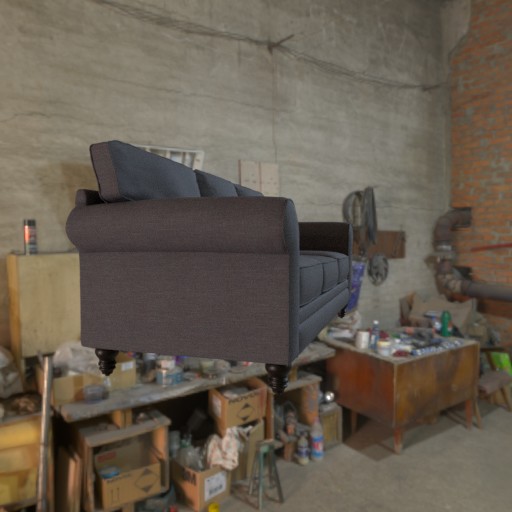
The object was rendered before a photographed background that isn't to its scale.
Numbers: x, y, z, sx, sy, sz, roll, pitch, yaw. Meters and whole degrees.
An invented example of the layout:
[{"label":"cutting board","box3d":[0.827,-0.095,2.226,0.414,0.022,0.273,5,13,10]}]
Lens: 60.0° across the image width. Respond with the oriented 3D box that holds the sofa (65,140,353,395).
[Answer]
[{"label":"sofa","box3d":[0.000,0.000,2.575,0.909,0.966,2.084,0,2,18]}]
